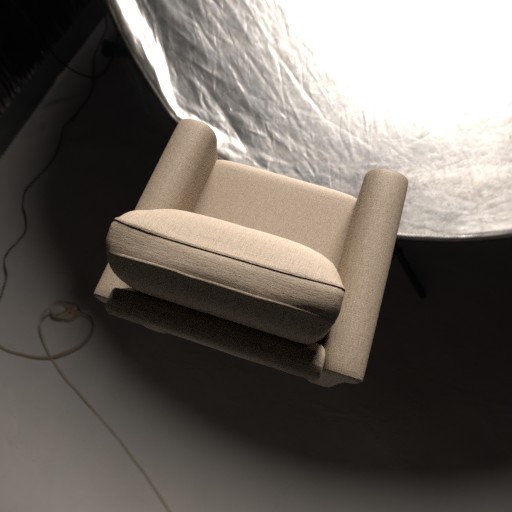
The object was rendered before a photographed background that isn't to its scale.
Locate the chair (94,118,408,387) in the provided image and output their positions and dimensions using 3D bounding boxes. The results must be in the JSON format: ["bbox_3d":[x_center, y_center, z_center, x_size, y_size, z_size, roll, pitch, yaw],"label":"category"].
[{"bbox_3d":[0.000,0.000,2.252,1.275,1.349,1.180,16,65,8],"label":"chair"}]
